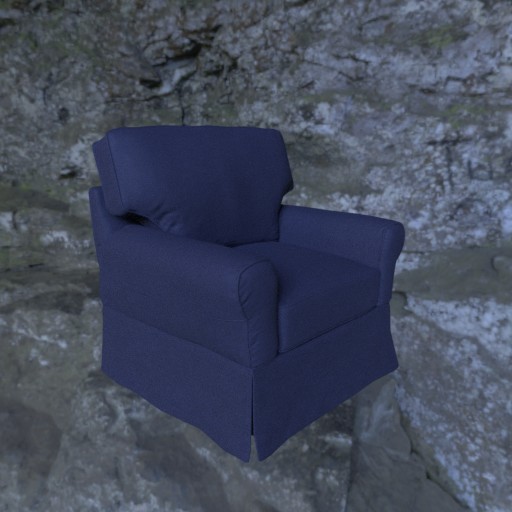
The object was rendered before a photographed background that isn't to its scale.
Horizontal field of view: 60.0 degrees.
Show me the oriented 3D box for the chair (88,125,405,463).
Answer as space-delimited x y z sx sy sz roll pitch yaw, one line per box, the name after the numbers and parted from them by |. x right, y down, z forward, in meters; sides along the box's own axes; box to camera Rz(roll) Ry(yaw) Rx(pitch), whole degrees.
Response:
0.000 0.000 1.993 1.002 1.140 1.119 14 20 43 | chair
